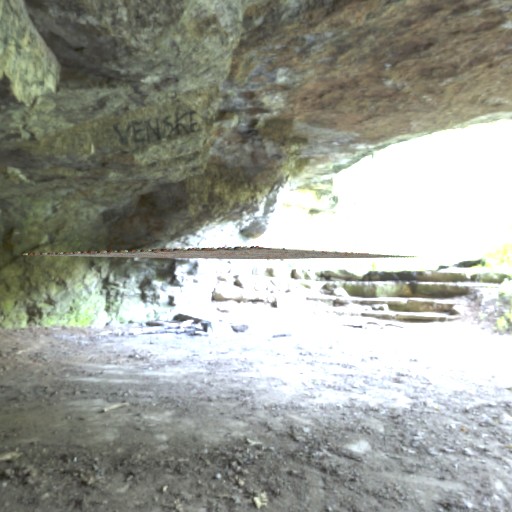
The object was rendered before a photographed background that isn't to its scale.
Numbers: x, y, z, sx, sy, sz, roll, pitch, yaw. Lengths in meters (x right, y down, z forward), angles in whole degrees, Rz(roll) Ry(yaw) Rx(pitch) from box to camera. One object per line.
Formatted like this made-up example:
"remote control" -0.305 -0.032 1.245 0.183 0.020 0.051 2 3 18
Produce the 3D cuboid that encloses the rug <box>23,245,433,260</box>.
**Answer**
"rug" 0.000 0.000 4.294 2.439 0.015 3.274 -1 -2 36
